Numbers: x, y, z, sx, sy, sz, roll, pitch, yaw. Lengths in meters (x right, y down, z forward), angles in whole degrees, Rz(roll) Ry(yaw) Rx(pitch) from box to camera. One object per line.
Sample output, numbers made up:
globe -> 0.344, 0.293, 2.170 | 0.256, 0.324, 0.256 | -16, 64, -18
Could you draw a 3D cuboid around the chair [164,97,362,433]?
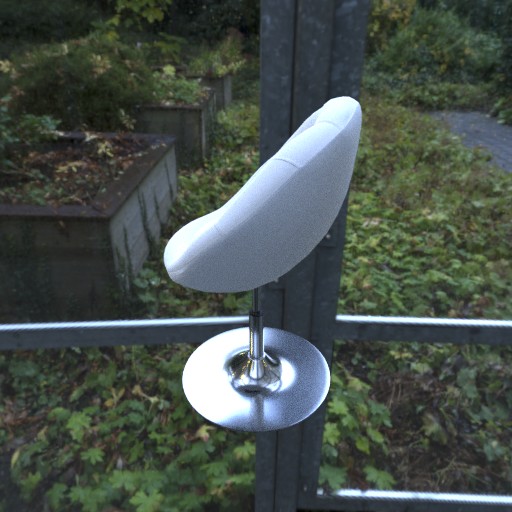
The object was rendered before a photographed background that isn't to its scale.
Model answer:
chair -> 0.000, 0.000, 1.831 | 0.736, 1.261, 0.940 | 7, 28, 13
